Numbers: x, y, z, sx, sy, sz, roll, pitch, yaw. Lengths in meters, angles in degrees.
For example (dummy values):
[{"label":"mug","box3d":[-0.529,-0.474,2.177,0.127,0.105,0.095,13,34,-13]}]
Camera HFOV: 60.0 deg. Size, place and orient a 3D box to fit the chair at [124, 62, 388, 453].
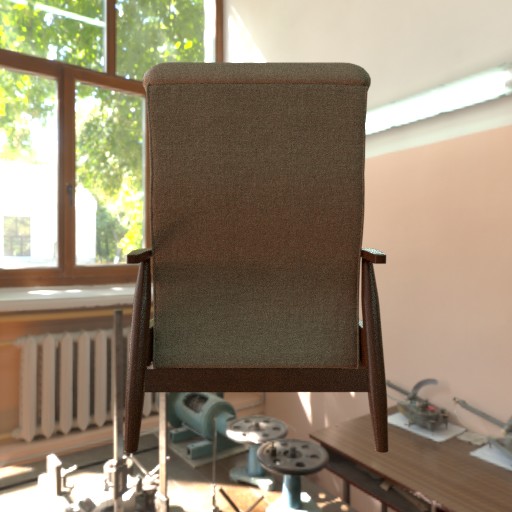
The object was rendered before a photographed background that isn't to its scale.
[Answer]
[{"label":"chair","box3d":[0.000,0.000,1.710,0.762,1.082,1.014,0,0,0]}]
